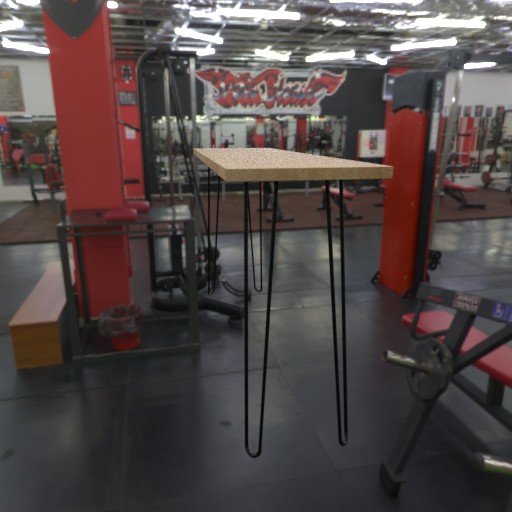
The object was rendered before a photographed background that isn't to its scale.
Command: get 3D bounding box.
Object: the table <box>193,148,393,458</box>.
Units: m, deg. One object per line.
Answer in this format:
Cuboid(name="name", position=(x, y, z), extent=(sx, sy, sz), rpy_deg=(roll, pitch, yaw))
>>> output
Cuboid(name="table", position=(0.000, 0.000, 1.780), extent=(0.399, 0.799, 1.400), rpy_deg=(-3, 16, -10))
